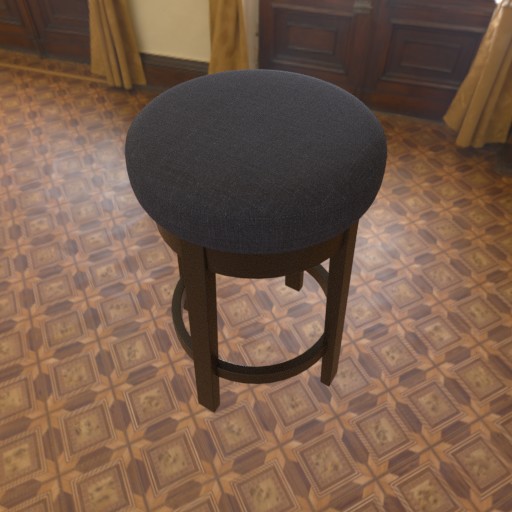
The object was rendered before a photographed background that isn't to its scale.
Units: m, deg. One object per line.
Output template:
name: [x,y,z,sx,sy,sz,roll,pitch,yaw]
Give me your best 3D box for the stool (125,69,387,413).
stool: [0.000,0.000,0.942,0.449,0.655,0.449,0,47,0]
